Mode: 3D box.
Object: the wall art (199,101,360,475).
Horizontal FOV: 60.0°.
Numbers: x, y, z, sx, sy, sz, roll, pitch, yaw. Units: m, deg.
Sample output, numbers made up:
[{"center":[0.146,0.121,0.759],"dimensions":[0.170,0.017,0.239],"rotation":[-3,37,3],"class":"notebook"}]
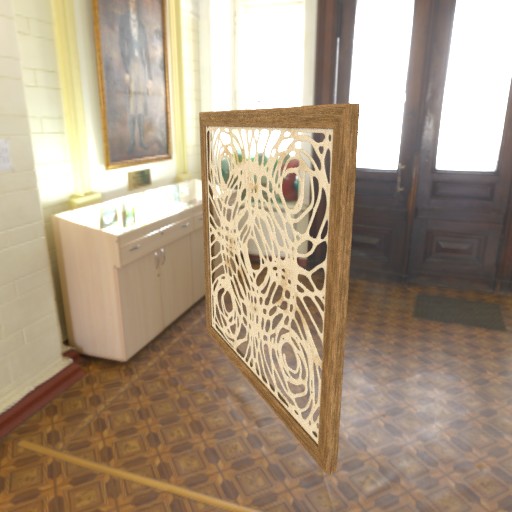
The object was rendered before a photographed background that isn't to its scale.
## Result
[{"center":[0.000,0.000,0.868],"dimensions":[0.021,0.576,0.561],"rotation":[-8,19,-25],"class":"wall art"}]
